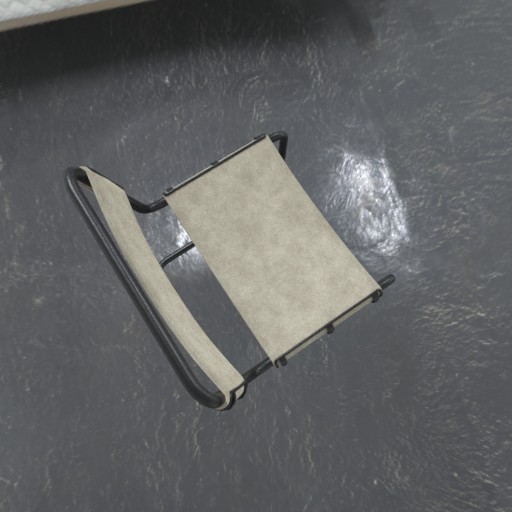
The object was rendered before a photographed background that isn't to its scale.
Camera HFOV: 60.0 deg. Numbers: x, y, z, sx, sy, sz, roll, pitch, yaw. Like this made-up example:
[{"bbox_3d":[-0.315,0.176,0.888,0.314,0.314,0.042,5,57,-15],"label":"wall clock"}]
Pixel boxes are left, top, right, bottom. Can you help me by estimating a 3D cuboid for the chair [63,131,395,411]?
[{"bbox_3d":[0.000,0.000,1.072,0.497,0.747,0.499,-33,78,-8],"label":"chair"}]
